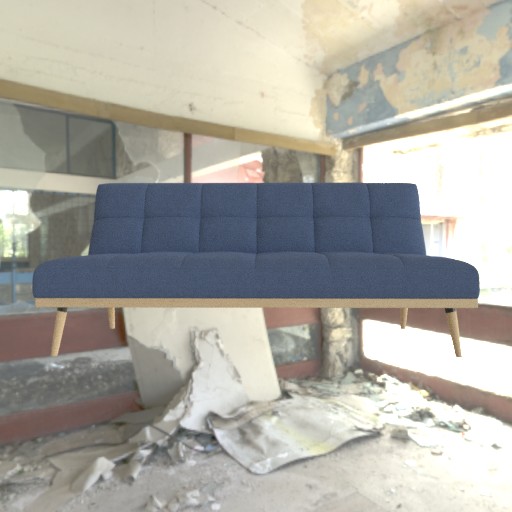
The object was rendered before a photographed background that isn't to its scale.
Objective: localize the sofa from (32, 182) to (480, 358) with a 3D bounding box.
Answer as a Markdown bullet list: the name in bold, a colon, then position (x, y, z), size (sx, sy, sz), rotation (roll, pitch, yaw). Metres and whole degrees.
- **sofa**: position (0.000, 0.000, 2.151), size (1.800, 0.800, 0.796), rotation (0, 1, 1)
